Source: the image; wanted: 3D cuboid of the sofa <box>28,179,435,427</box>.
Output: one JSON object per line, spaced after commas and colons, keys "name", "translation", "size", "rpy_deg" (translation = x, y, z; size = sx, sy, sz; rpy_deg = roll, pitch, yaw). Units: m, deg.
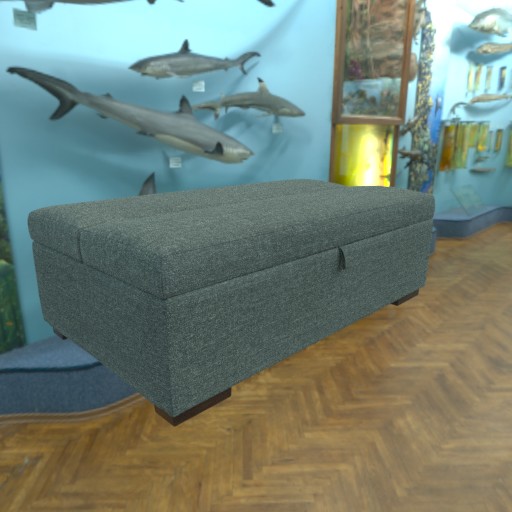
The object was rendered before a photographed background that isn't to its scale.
{"name": "sofa", "translation": [0.000, 0.000, 1.536], "size": [1.198, 0.417, 0.782], "rpy_deg": [-15, 21, -43]}
